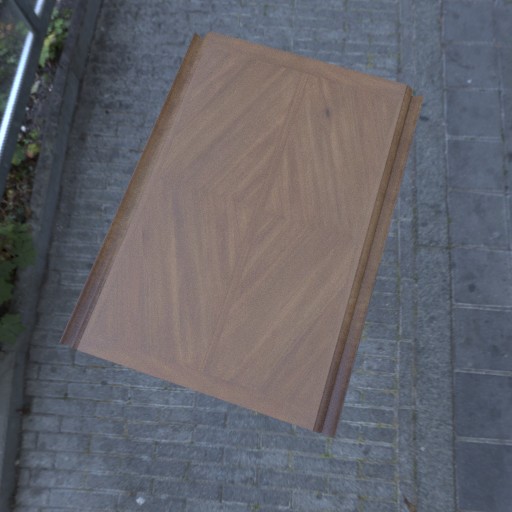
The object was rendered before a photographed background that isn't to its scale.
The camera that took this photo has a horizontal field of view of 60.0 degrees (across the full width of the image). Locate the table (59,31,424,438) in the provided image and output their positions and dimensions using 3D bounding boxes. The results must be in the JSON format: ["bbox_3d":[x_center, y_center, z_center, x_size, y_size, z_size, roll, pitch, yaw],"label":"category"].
[{"bbox_3d":[0.000,0.000,1.632,0.701,0.981,0.967,17,75,5],"label":"table"}]
